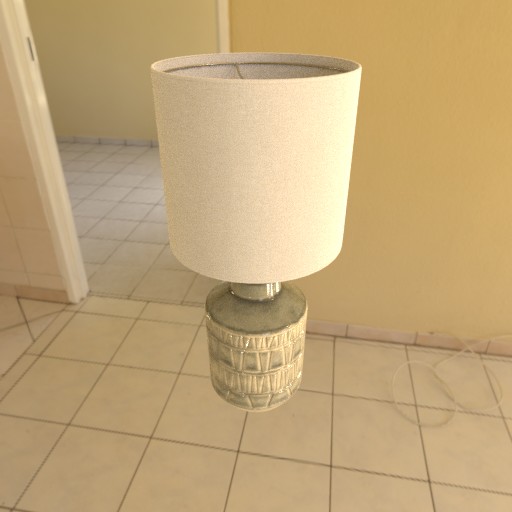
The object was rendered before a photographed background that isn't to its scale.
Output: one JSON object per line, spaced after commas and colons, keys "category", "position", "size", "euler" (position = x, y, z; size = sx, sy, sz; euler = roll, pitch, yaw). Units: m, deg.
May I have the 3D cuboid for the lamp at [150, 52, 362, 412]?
{"category": "lamp", "position": [0.000, 0.000, 0.566], "size": [0.211, 0.455, 0.211], "euler": [0, 30, 0]}
